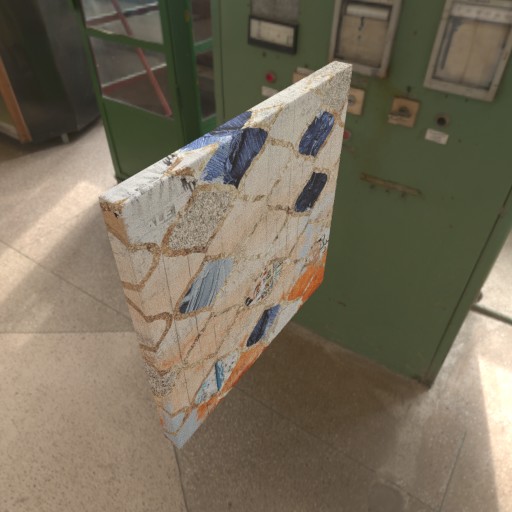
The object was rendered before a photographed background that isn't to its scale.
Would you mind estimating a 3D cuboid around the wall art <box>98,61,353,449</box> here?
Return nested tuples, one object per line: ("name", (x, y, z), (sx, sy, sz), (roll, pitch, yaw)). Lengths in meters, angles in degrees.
("wall art", (0.000, 0.000, 0.758), (0.038, 0.508, 0.507), (25, 47, 26))
